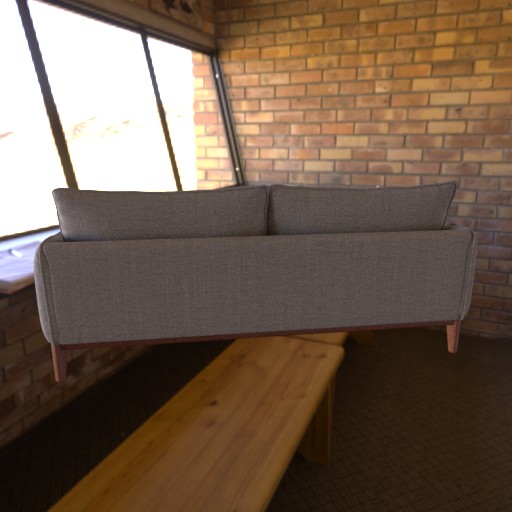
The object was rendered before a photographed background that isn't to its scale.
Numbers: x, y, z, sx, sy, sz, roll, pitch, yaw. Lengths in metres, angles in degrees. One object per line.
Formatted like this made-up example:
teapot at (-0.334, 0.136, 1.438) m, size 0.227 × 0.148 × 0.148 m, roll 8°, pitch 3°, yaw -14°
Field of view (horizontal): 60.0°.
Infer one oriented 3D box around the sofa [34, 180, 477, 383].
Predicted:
sofa at (0.000, 0.000, 2.386) m, size 1.989 × 0.851 × 0.972 m, roll -2°, pitch 15°, yaw -8°
